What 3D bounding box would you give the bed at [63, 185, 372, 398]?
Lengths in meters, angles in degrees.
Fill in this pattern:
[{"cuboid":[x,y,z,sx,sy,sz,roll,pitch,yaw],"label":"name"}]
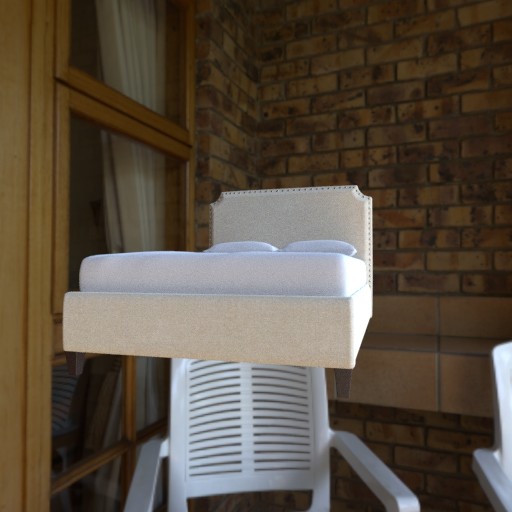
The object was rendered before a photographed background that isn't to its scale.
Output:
[{"cuboid":[0.000,0.000,3.512,1.713,1.457,2.381,0,-2,16],"label":"bed"}]
